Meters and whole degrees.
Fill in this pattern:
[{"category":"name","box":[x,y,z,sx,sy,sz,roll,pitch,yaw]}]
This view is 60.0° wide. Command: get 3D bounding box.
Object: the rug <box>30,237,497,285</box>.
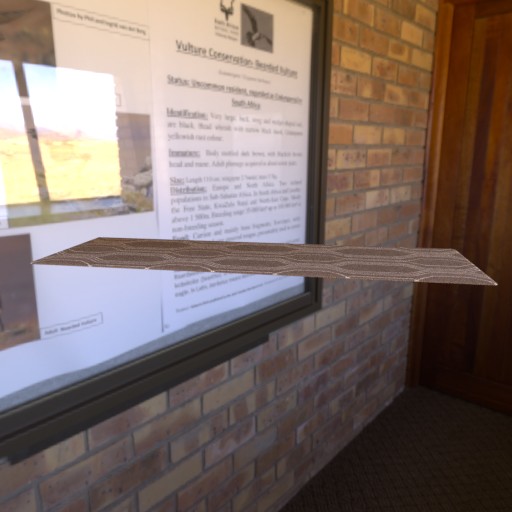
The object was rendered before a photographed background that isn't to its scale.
[{"category":"rug","box":[0.000,0.000,2.676,2.464,0.012,0.773,2,13,9]}]
